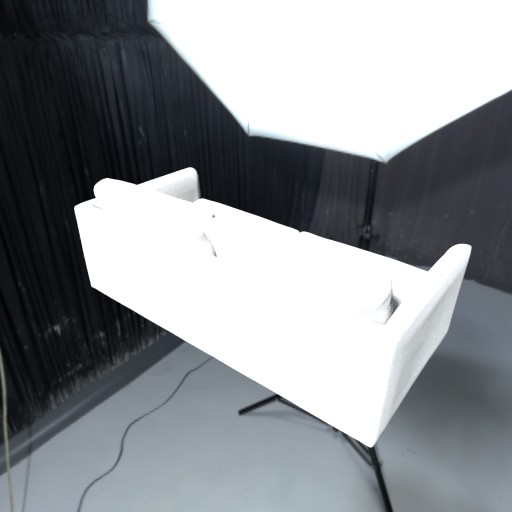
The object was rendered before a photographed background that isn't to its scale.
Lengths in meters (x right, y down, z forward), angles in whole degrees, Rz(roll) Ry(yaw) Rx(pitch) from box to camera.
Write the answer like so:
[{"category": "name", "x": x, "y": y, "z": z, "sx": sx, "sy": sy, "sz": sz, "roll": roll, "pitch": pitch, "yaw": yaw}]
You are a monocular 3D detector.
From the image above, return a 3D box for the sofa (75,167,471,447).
[{"category": "sofa", "x": 0.000, "y": 0.000, "z": 2.814, "sx": 2.588, "sy": 0.838, "sz": 1.090, "roll": 21, "pitch": 36, "yaw": 33}]
